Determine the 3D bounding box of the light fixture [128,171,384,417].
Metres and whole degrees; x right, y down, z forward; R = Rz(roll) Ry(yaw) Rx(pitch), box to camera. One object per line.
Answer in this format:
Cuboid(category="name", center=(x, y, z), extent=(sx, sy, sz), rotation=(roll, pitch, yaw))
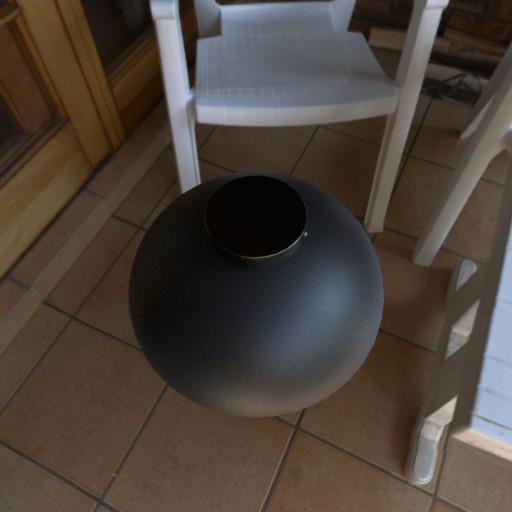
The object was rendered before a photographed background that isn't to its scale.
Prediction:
Cuboid(category="light fixture", center=(0.000, 0.000, 0.559), extent=(0.355, 0.177, 0.355), rotation=(0, 59, 0))
